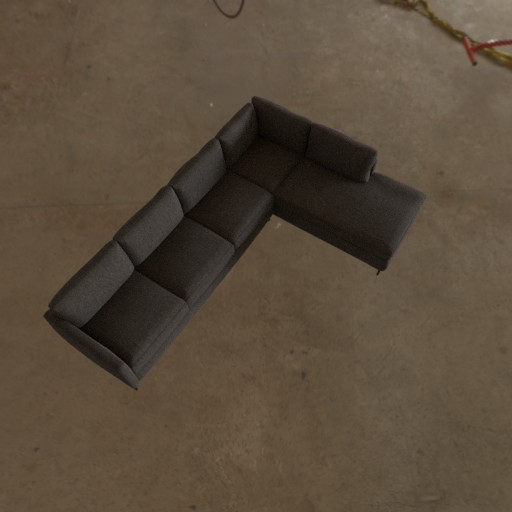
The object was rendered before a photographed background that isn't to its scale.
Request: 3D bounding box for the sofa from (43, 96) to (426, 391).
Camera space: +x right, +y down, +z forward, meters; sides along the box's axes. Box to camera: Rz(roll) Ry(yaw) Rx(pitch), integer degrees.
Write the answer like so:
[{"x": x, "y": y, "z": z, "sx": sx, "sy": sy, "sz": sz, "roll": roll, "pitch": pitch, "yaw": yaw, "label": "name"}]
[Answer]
[{"x": 0.000, "y": 0.000, "z": 3.876, "sx": 2.007, "sy": 0.815, "sz": 2.949, "roll": 30, "pitch": 64, "yaw": 17, "label": "sofa"}]
